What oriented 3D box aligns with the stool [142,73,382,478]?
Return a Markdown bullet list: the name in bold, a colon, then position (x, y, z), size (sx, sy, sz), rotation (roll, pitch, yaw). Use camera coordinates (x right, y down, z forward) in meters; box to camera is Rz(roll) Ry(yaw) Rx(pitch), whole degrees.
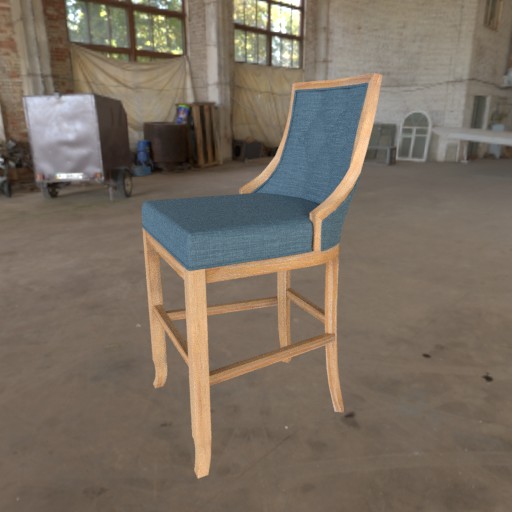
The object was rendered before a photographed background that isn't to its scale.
- **stool**: position (0.000, 0.000, 1.454), size (0.626, 1.101, 0.524), rotation (-8, 19, -25)
